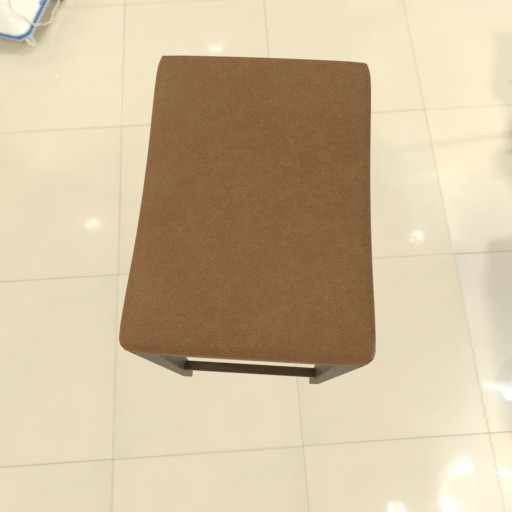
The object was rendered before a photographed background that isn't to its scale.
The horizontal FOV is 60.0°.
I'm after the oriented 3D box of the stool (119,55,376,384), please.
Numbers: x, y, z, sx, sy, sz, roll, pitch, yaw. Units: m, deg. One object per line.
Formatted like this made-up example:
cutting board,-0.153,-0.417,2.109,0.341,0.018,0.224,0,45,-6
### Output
stool,0.000,0.000,0.943,0.361,0.660,0.500,3,73,1
